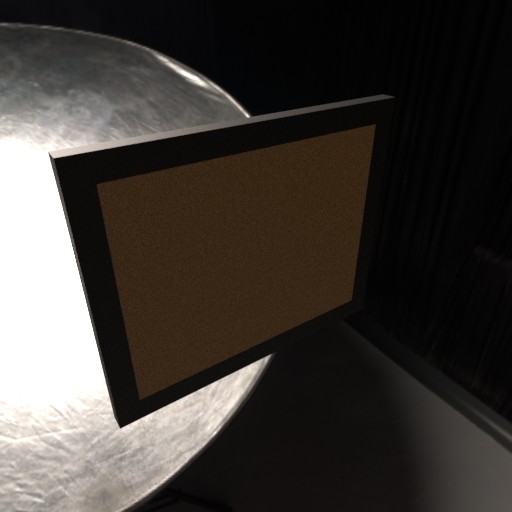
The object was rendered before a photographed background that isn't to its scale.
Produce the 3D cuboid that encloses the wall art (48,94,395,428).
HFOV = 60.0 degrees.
[{"bbox_3d":[0.000,0.000,0.754,0.561,0.460,0.028,-19,36,-29],"label":"wall art"}]
